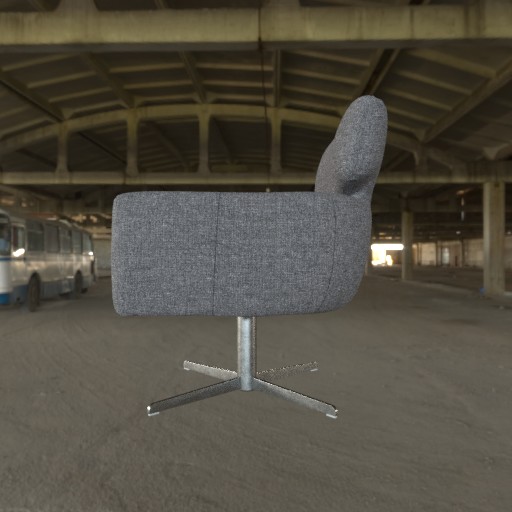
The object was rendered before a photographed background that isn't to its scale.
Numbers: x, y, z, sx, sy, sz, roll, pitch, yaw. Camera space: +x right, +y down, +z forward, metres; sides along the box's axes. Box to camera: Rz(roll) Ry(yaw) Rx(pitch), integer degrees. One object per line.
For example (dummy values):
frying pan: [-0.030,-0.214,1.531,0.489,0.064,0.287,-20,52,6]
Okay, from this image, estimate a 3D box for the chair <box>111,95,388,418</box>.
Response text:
chair: [0.000,0.000,1.354,0.715,0.812,0.706,0,0,2]
